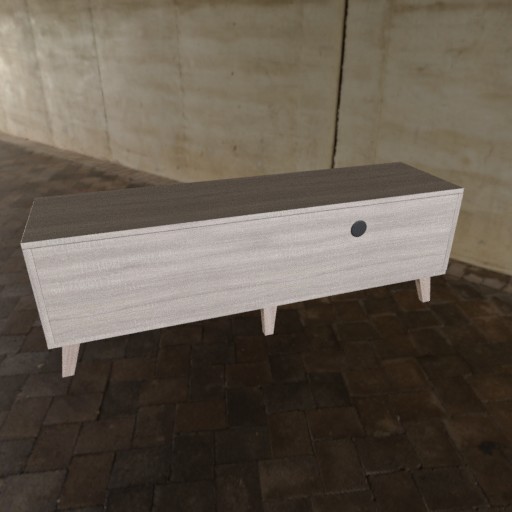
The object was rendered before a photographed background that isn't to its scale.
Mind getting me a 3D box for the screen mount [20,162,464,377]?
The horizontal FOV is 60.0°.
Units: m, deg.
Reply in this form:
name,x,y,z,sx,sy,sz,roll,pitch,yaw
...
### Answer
name,x,y,z,sx,sy,sz,roll,pitch,yaw
screen mount,0.000,0.000,1.711,1.500,0.509,0.401,-9,28,-17
